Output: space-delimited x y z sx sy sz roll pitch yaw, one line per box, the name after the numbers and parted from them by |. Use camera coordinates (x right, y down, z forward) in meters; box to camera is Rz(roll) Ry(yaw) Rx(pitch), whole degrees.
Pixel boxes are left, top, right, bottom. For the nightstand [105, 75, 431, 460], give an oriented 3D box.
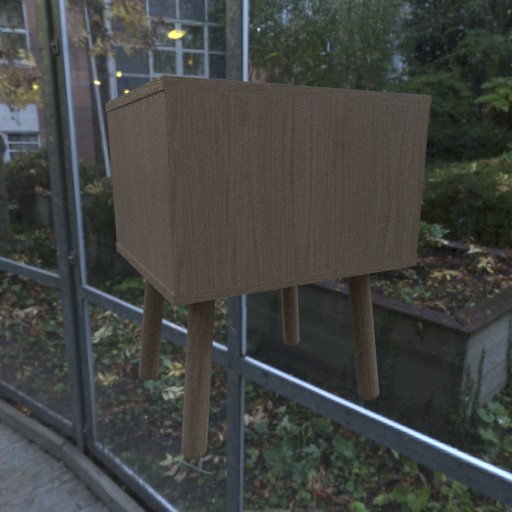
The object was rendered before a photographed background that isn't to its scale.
0.000 0.000 0.855 0.450 0.571 0.380 -7 15 -27 | nightstand
